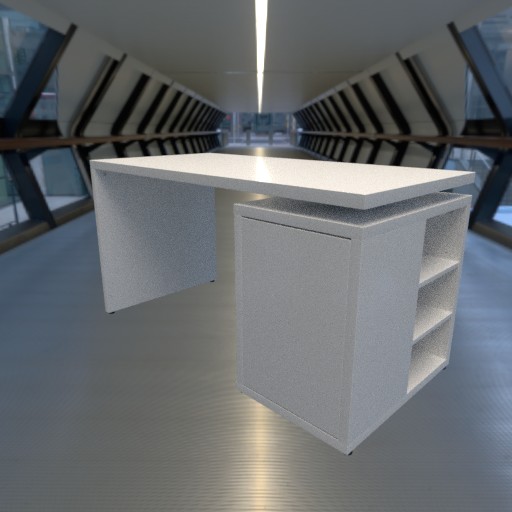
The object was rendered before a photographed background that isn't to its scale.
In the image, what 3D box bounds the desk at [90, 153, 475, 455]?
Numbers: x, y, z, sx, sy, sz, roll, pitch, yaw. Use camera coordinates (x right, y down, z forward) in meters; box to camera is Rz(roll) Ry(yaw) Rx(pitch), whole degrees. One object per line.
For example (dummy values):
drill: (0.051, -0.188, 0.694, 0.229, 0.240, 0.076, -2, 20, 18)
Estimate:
desk: (0.000, 0.000, 1.838, 1.400, 0.740, 0.690, 16, 23, 42)
